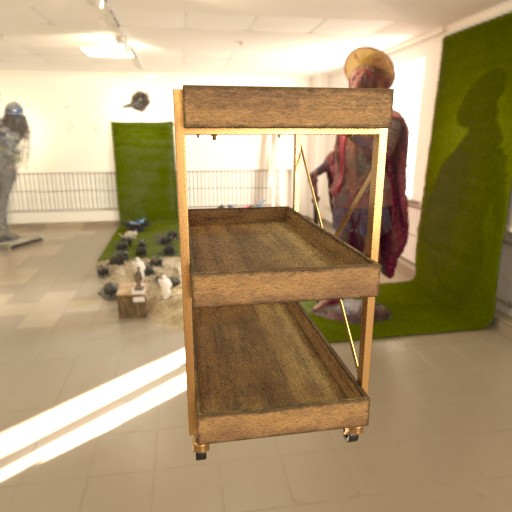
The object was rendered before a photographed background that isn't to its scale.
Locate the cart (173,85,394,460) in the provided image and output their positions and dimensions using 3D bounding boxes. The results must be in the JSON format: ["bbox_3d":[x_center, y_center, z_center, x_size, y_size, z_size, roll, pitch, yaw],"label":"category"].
[{"bbox_3d":[0.000,0.000,1.215,0.416,0.799,0.750,-3,16,-9],"label":"cart"}]
